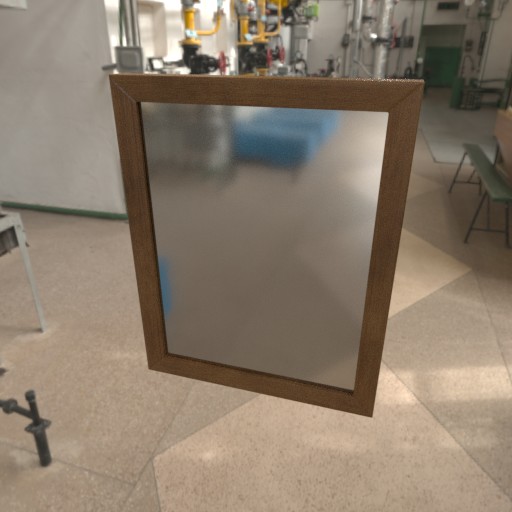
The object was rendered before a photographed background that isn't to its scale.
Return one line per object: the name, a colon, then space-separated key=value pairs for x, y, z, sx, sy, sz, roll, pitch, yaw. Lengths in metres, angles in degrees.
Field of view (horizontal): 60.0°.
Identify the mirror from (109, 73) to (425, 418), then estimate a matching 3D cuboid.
mirror: x=0.000 y=0.000 z=0.676 sx=0.405 sy=0.508 sz=0.041 roll=8 pitch=27 yaw=15
